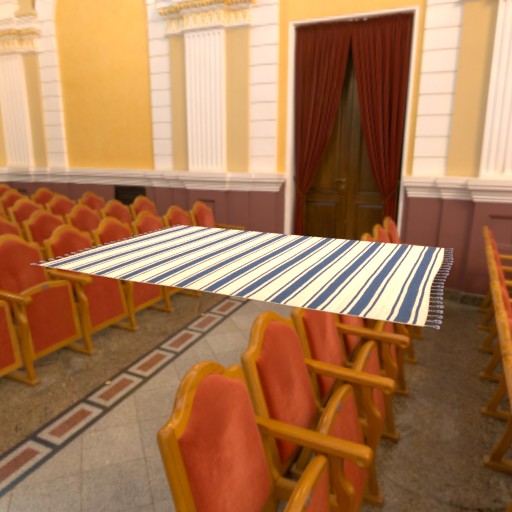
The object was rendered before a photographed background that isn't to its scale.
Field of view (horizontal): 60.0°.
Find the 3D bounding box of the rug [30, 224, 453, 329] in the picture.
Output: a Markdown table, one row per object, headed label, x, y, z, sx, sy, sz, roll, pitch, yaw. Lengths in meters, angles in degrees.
| label | x | y | z | sx | sy | sz | roll | pitch | yaw |
| --- | --- | --- | --- | --- | --- | --- | --- | --- | --- |
| rug | 0.000 | 0.000 | 2.861 | 2.315 | 0.010 | 1.544 | 6 | 15 | 25 |
